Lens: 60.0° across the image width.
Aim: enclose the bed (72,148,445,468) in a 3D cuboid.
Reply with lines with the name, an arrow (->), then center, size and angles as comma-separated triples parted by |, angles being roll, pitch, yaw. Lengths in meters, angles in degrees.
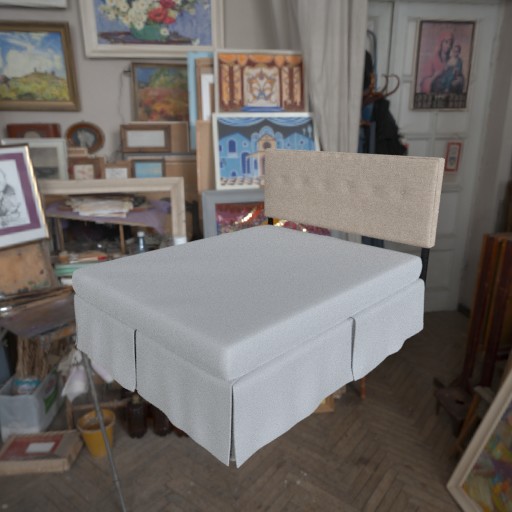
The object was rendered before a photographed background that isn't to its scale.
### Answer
bed -> 0.000, 0.000, 2.978 | 1.643, 1.270, 1.978 | 16, 23, 42
